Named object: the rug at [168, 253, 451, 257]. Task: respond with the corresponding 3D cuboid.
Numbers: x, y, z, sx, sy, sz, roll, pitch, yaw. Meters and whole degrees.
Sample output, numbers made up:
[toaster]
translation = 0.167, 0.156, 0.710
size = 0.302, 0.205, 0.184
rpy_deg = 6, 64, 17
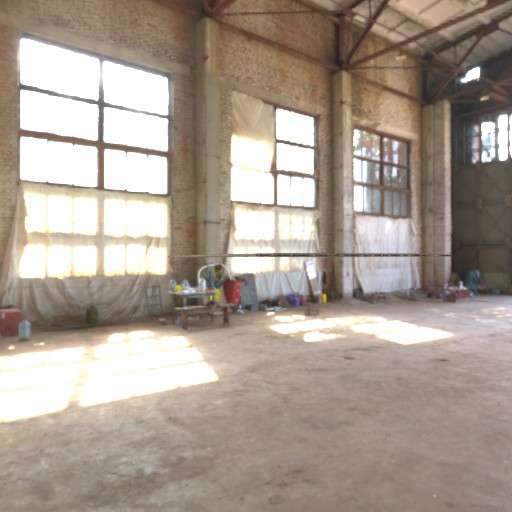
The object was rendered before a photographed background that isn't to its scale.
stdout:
[rug]
translation = 0.000, 0.000, 2.744
size = 0.786, 0.013, 2.480
rpy_deg = 0, 0, -18
